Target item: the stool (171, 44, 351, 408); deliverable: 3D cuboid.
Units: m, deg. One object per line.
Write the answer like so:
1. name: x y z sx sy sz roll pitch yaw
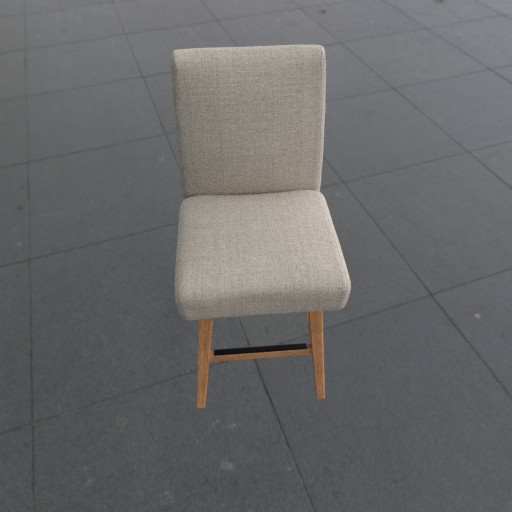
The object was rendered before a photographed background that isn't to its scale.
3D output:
1. stool: 0.000 0.000 1.421 0.483 1.106 0.569 -3 48 -3
